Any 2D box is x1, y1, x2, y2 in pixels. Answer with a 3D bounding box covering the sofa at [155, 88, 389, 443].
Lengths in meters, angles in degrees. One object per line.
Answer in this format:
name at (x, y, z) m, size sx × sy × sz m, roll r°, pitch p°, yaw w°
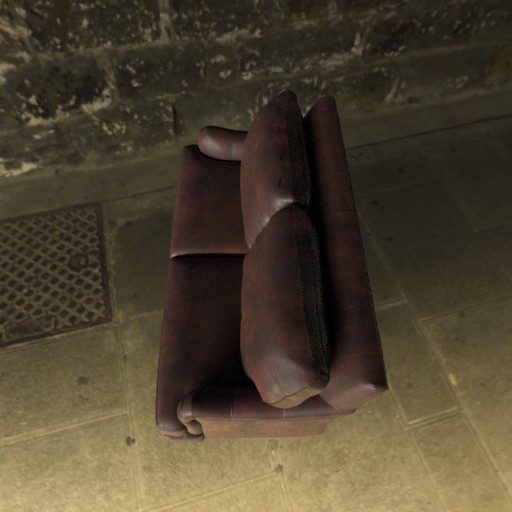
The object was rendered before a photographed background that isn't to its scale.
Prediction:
sofa at (0.000, 0.000, 2.874) m, size 1.147 × 1.071 × 2.144 m, roll -1°, pitch 57°, yaw -1°
